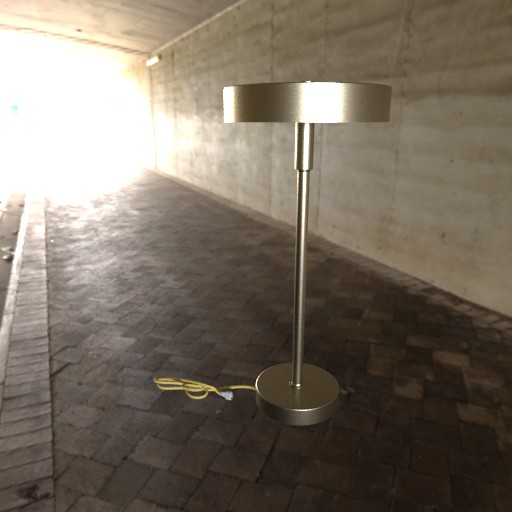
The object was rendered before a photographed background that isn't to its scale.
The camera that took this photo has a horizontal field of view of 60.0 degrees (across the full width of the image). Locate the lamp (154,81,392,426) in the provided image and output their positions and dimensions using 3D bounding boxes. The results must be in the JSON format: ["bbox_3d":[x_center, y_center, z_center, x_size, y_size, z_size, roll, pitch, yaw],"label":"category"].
[{"bbox_3d":[0.000,0.000,0.695,0.369,0.508,0.229,2,17,7],"label":"lamp"}]
